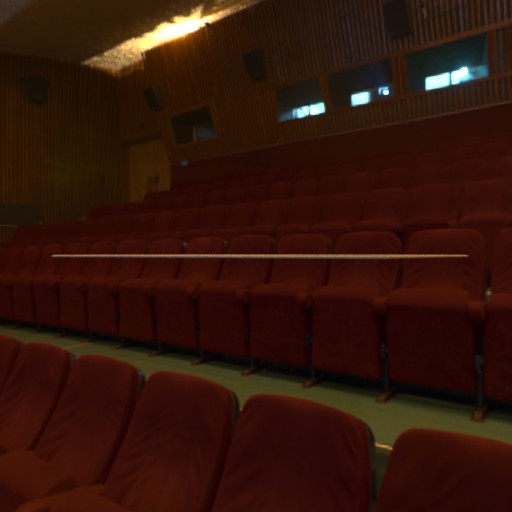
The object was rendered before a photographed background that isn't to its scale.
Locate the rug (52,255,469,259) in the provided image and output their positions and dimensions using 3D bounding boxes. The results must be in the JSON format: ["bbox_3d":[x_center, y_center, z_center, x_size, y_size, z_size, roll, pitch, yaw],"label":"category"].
[{"bbox_3d":[0.000,0.000,2.348,1.847,0.012,1.224,0,0,36],"label":"rug"}]
